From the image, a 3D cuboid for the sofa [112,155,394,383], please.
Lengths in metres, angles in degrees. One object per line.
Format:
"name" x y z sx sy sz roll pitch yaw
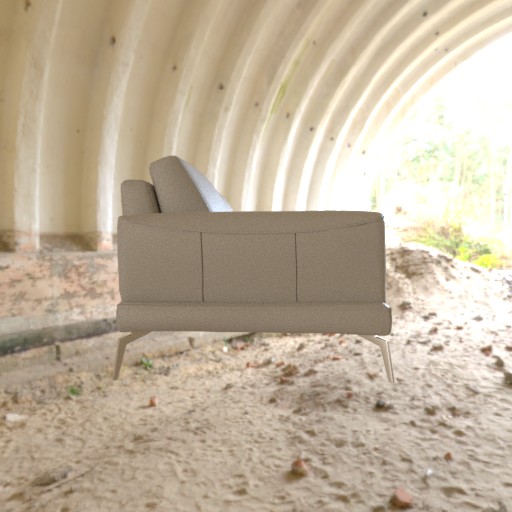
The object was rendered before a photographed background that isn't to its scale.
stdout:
"sofa" 0.000 0.000 2.763 1.121 0.930 2.177 0 2 1
